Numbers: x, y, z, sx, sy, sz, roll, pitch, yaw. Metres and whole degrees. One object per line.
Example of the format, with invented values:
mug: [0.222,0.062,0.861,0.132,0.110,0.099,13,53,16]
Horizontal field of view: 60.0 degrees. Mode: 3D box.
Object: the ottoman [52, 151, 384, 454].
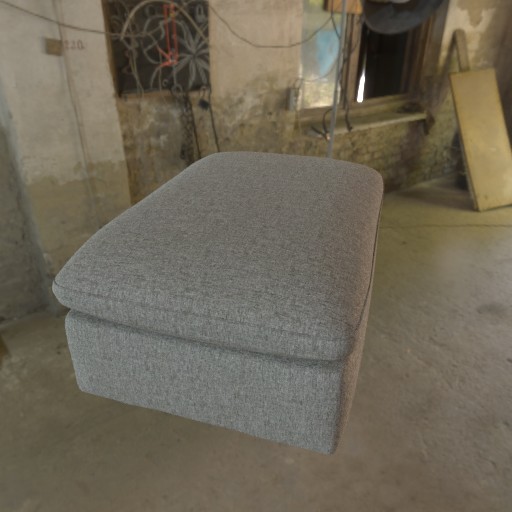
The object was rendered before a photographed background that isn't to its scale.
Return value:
ottoman: [0.000,0.000,1.328,0.694,0.451,0.977,9,31,15]
